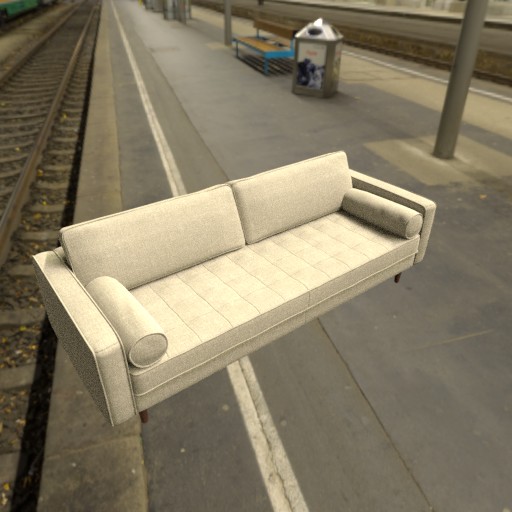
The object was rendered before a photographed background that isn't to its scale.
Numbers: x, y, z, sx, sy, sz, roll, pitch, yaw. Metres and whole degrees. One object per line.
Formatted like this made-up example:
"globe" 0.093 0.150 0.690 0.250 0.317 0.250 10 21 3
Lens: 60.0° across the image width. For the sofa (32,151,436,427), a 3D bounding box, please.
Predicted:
"sofa" 0.000 0.000 2.589 2.211 0.762 0.914 -22 38 -31
